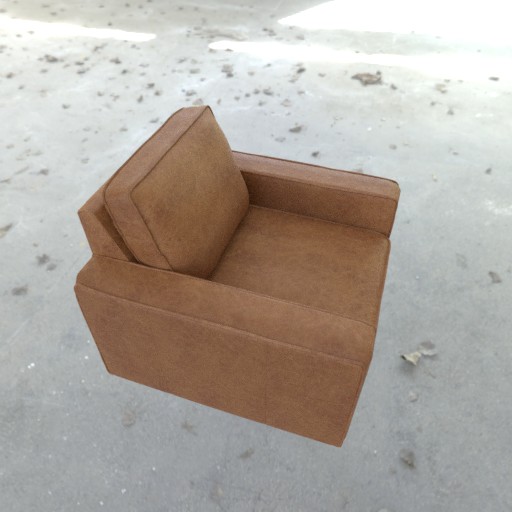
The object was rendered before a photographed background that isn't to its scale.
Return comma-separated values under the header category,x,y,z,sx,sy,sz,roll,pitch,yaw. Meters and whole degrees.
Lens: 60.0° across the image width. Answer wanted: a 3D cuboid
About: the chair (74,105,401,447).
category,x,y,z,sx,sy,sz,roll,pitch,yaw
chair,0.000,0.000,1.748,1.027,0.901,0.987,11,46,11
